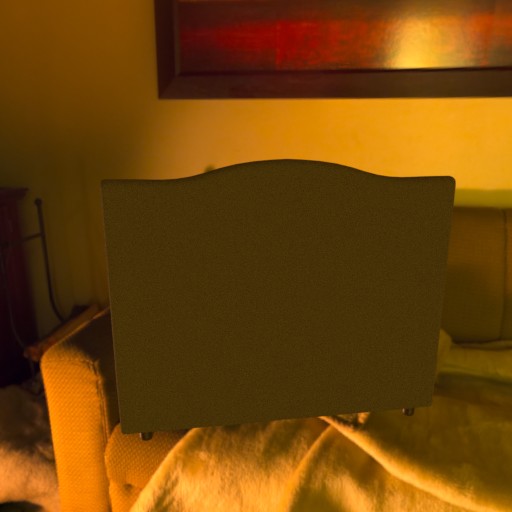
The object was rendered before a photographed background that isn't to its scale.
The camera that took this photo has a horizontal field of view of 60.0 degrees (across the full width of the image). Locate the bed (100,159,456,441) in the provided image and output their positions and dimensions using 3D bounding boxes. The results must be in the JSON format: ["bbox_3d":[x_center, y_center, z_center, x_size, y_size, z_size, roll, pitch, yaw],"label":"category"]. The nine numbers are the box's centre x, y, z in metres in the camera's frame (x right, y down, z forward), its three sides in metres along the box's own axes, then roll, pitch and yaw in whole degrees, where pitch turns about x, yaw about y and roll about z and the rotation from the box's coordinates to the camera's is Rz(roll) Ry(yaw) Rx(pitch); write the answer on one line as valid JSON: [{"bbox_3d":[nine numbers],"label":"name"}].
[{"bbox_3d":[0.000,0.000,3.118,1.666,1.387,2.036,-2,14,-8],"label":"bed"}]
